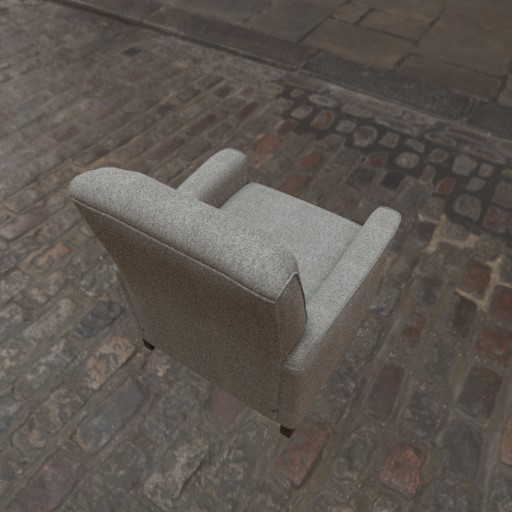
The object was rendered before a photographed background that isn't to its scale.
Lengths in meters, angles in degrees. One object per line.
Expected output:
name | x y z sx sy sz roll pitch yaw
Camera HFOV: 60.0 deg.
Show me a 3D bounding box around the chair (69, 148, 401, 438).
chair | 0.000 0.000 1.657 0.841 1.028 0.858 25 53 21
